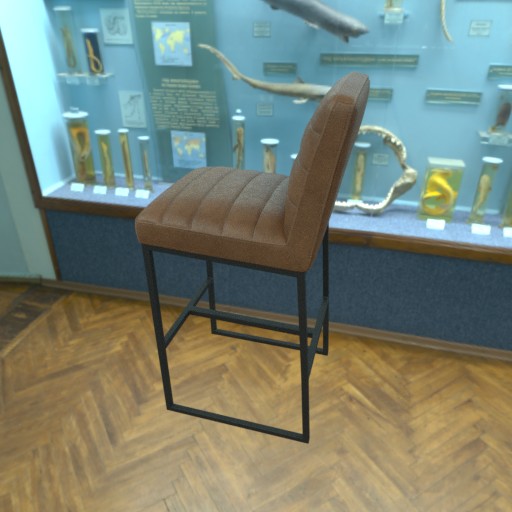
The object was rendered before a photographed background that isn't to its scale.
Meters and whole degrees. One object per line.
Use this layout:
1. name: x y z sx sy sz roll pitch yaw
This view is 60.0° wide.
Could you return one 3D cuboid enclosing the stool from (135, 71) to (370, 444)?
1. stool: 0.000 0.000 1.372 0.556 1.040 0.458 8 30 14
